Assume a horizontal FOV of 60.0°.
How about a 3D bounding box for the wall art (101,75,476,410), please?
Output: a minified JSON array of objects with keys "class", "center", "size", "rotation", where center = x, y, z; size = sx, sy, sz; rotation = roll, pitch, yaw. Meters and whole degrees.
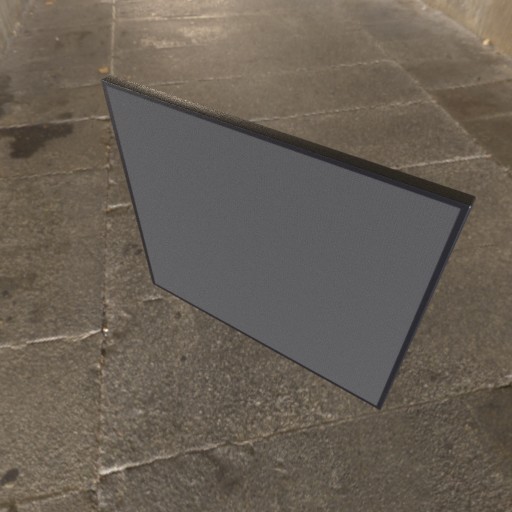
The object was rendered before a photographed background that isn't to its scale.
[{"class":"wall art","center":[0.000,0.000,0.703],"size":[0.521,0.450,0.018],"rotation":[25,51,22]}]
